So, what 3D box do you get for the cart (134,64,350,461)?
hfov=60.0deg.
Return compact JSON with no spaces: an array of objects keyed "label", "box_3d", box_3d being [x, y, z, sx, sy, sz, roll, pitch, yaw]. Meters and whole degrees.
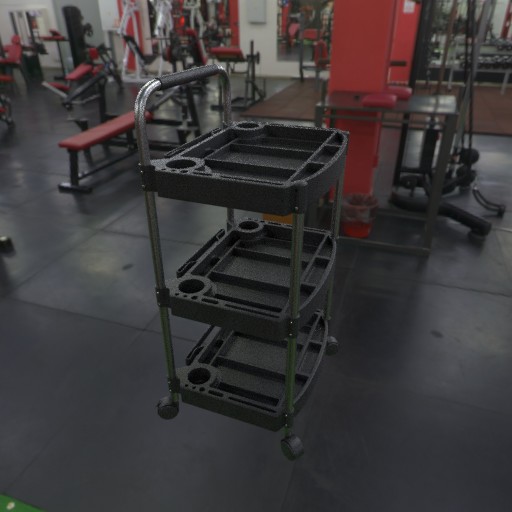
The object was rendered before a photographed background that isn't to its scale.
[{"label":"cart","box_3d":[0.000,0.000,1.401,0.518,1.075,0.584,11,31,19]}]
